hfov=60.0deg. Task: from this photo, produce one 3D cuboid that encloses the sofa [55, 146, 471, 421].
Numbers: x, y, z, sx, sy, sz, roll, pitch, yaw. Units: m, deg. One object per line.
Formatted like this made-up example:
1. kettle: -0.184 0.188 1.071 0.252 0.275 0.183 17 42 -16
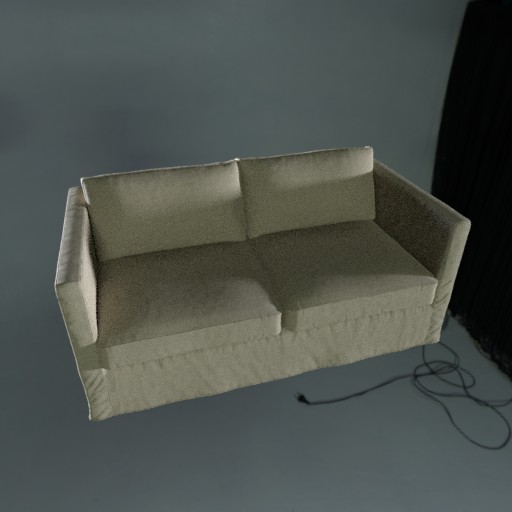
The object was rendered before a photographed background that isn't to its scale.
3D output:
1. sofa: 0.000 0.000 2.257 1.766 0.828 0.956 -9 33 -14
